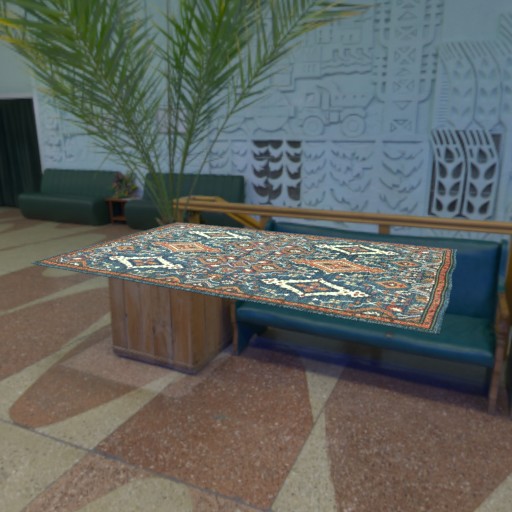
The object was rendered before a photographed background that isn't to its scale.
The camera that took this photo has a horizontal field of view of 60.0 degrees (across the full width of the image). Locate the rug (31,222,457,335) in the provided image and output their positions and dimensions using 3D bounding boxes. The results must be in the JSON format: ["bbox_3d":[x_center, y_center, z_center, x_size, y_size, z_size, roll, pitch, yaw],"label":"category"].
[{"bbox_3d":[0.000,0.000,4.114,3.371,0.008,2.190,7,16,25],"label":"rug"}]
